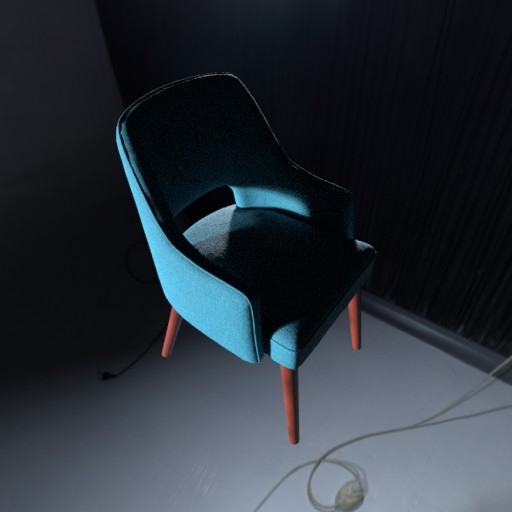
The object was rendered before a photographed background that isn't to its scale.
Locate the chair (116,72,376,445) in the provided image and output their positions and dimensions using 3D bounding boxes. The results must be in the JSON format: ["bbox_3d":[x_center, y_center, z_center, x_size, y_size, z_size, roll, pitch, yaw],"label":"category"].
[{"bbox_3d":[0.000,0.000,1.277,0.605,0.849,0.548,25,47,26],"label":"chair"}]
